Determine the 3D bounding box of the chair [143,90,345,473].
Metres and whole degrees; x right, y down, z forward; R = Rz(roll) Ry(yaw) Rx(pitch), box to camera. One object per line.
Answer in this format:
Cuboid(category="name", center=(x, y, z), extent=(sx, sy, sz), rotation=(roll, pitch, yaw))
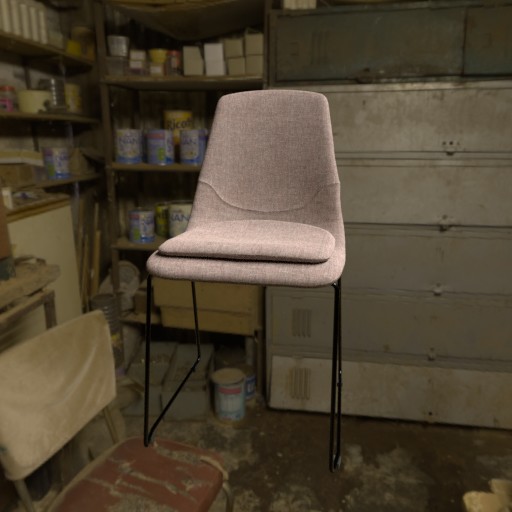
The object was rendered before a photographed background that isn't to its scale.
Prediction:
Cuboid(category="chair", center=(0.000, 0.000, 1.145), extent=(0.479, 0.858, 0.518), rotation=(3, 15, 11))
